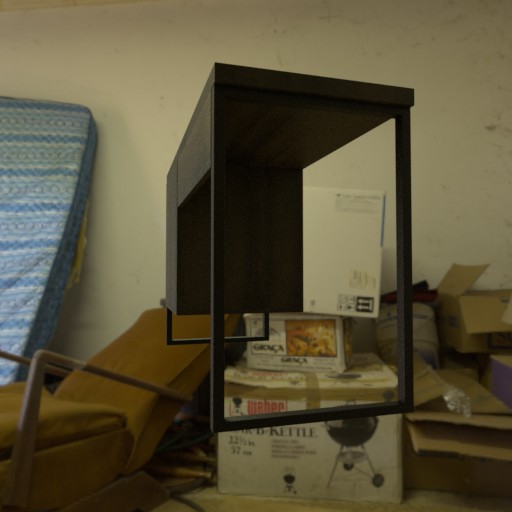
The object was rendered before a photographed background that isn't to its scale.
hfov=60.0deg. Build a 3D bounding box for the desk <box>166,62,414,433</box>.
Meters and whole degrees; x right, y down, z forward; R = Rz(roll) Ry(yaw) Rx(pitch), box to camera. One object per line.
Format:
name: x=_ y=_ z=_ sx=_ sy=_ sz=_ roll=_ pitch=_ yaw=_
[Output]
desk: x=0.000 y=0.000 z=1.506 sx=0.511 sy=0.752 sz=1.134 roll=1 pitch=-2 yaw=-16
